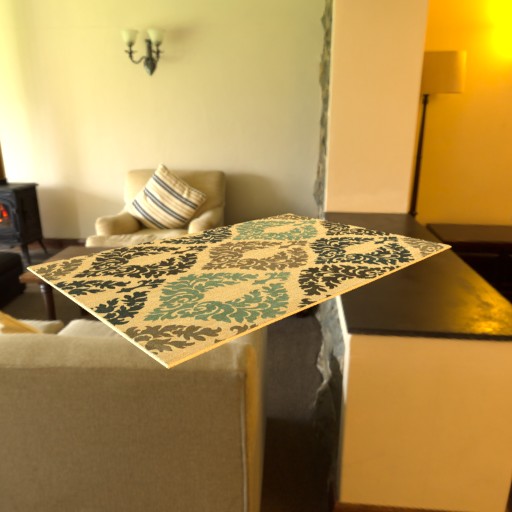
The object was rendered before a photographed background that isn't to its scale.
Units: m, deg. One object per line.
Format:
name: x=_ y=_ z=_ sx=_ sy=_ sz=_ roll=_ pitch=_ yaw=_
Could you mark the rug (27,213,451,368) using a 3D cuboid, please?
rug: x=0.000 y=0.000 z=2.824 sx=2.275 sy=0.014 sz=1.514 roll=-16 pitch=23 yaw=-41
